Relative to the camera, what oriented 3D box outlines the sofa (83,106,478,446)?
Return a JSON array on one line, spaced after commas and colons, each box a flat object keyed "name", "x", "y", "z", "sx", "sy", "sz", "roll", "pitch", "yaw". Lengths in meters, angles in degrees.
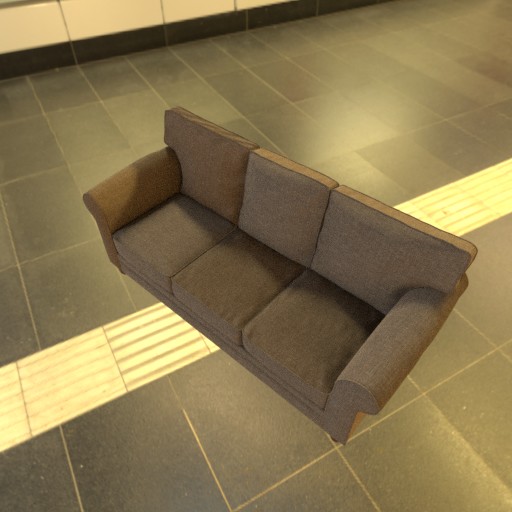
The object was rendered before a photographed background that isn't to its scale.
[{"name": "sofa", "x": 0.000, "y": 0.000, "z": 2.566, "sx": 2.084, "sy": 0.961, "sz": 0.916, "roll": 32, "pitch": 54, "yaw": 27}]
